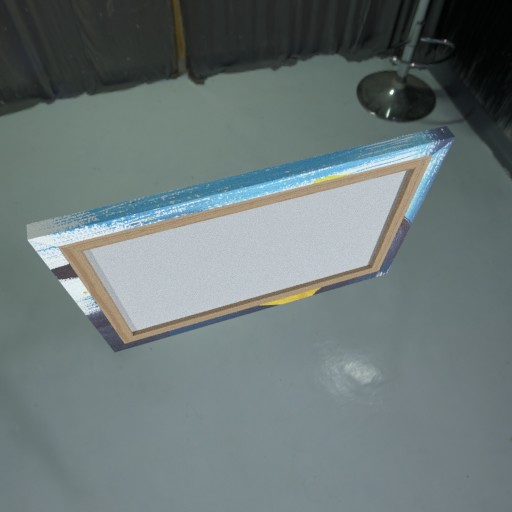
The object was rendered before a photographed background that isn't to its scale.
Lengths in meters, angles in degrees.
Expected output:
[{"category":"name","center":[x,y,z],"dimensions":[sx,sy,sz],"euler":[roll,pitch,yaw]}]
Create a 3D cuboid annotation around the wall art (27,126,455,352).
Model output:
[{"category":"wall art","center":[0.000,0.000,1.174],"dimensions":[0.914,0.610,0.039],"euler":[-15,59,-9]}]
